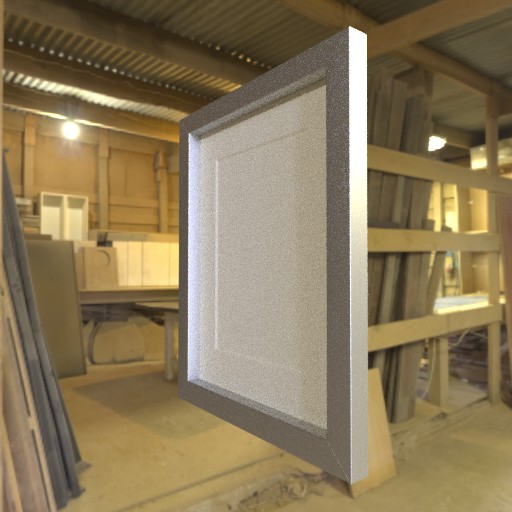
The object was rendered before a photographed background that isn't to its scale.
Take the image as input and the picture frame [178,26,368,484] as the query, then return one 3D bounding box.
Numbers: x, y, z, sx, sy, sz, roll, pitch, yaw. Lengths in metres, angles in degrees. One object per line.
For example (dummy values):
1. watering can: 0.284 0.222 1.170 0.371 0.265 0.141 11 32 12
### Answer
1. picture frame: 0.000 0.000 0.506 0.036 0.386 0.307 1 -2 -37
